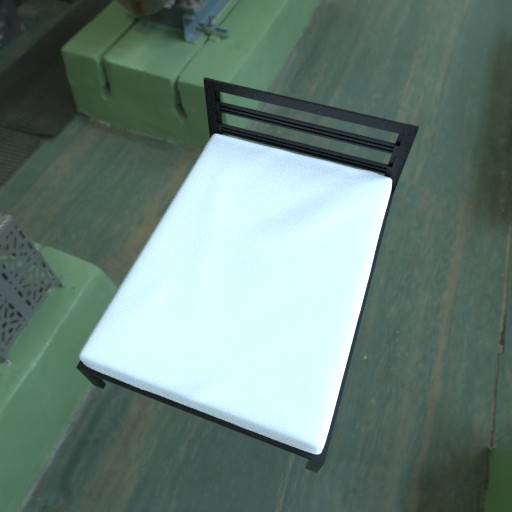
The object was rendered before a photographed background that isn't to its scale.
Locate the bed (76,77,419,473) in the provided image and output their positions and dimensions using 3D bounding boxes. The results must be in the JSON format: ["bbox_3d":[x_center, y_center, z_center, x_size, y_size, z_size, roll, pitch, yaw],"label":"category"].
[{"bbox_3d":[0.000,0.000,2.914,1.524,0.967,2.062,17,58,11],"label":"bed"}]
